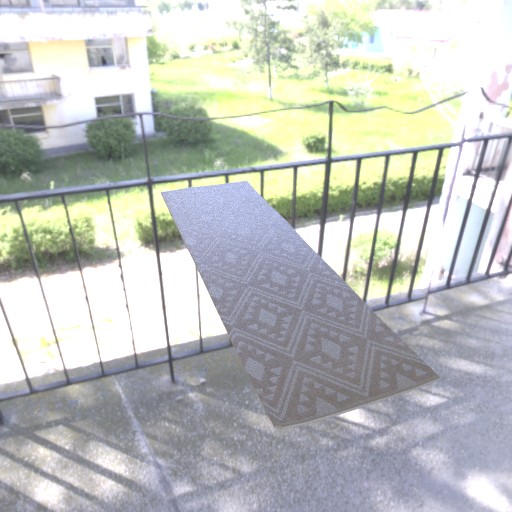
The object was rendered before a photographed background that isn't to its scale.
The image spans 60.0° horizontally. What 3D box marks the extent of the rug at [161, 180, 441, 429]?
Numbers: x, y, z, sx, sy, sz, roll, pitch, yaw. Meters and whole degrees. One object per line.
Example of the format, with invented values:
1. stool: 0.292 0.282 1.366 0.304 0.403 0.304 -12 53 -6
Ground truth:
1. rug: 0.000 0.000 2.733 0.752 0.051 2.452 -11 32 -17
